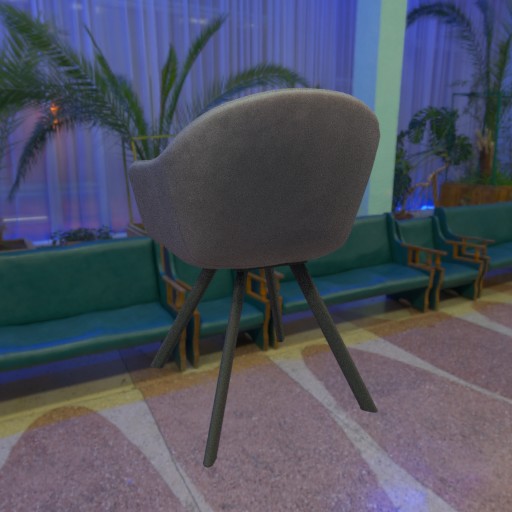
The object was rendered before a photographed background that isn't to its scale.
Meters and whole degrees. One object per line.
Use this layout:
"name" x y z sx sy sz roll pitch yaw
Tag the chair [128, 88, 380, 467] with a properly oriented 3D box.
"chair" 0.000 0.000 1.172 0.567 0.781 0.544 -7 16 -25
